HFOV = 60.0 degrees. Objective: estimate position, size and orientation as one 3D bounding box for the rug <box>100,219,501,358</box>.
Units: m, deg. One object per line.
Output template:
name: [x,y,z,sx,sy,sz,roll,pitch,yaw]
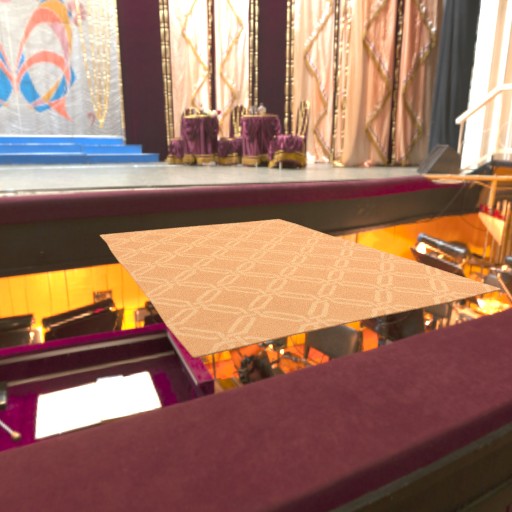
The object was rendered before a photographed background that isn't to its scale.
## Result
rug: [0.000,0.000,2.661,1.524,0.013,2.135,-7,16,-26]
